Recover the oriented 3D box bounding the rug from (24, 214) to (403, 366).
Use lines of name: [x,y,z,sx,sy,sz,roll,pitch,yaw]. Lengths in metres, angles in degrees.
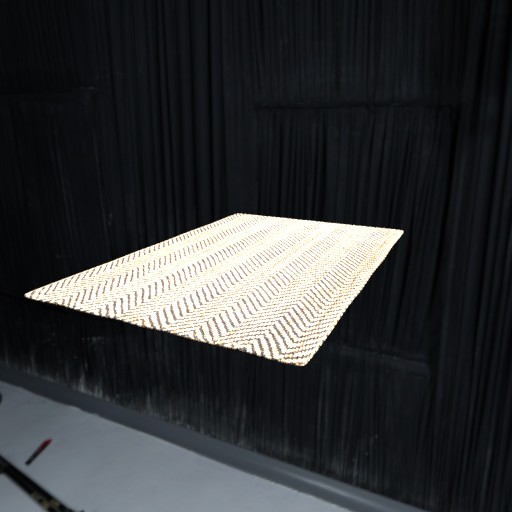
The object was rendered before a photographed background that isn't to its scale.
rug: [0.000,0.000,2.320,1.219,0.008,1.828,8,19,25]
